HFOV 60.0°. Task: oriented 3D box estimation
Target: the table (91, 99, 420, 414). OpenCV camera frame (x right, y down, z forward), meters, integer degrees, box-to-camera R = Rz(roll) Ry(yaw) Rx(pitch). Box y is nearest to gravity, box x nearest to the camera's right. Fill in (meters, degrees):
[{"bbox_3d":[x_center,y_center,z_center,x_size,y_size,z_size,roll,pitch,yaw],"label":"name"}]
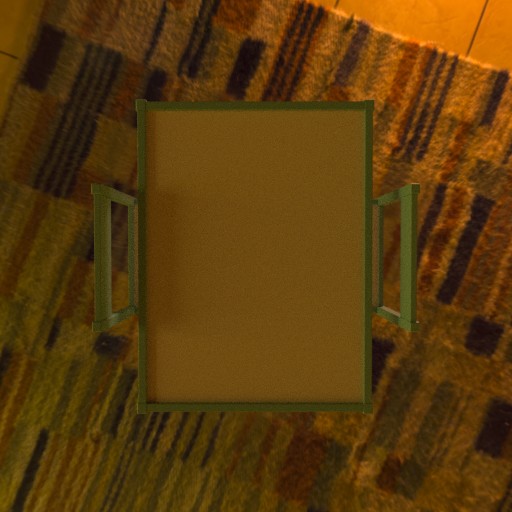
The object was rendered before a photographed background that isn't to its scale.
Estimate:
[{"bbox_3d":[0.000,0.000,1.100,0.633,0.503,0.639,0,91,0],"label":"table"}]
